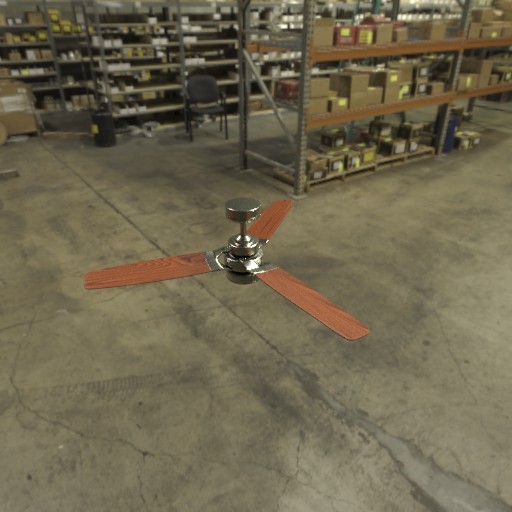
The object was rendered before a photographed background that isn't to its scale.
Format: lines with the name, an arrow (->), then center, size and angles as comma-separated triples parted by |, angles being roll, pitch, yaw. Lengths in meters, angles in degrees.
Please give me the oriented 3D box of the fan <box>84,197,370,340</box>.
fan -> 0.000, 0.000, 2.101 | 1.416, 0.410, 1.271 | -20, 35, -31
